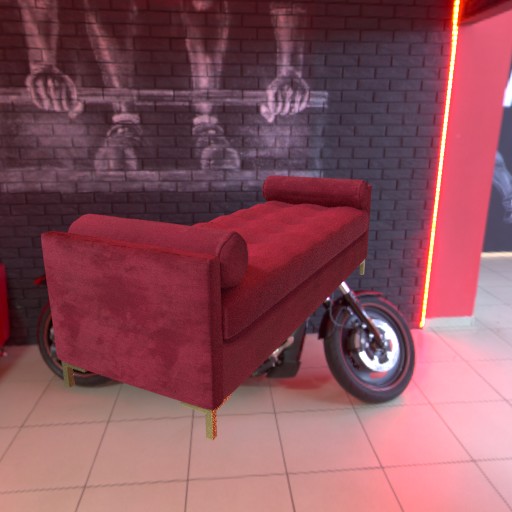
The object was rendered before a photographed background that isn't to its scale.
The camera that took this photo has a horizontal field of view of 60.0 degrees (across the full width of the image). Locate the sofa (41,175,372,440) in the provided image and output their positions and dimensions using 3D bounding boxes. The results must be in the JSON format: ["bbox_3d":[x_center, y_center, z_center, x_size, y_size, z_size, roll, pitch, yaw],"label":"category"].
[{"bbox_3d":[0.000,0.000,2.468,0.796,0.705,2.102,8,18,26],"label":"sofa"}]
